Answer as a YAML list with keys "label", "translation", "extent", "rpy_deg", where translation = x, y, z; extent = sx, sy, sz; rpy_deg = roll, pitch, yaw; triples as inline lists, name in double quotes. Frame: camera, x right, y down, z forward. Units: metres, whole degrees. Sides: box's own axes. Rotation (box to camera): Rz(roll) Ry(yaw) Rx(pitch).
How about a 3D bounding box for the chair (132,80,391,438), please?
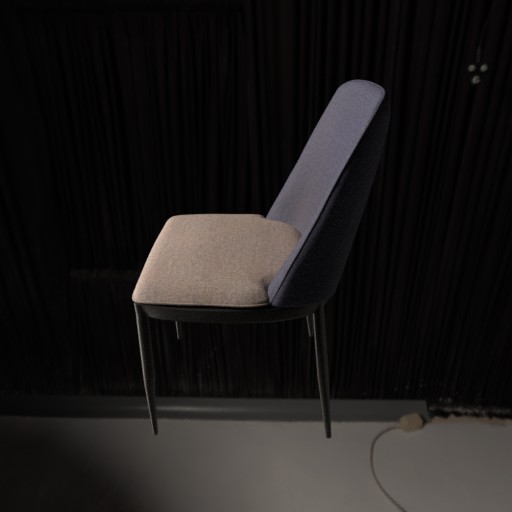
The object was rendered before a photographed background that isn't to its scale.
- label: "chair"
  translation: [0.000, 0.000, 1.150]
  extent: [0.551, 0.839, 0.480]
  rpy_deg: [0, 27, 0]
